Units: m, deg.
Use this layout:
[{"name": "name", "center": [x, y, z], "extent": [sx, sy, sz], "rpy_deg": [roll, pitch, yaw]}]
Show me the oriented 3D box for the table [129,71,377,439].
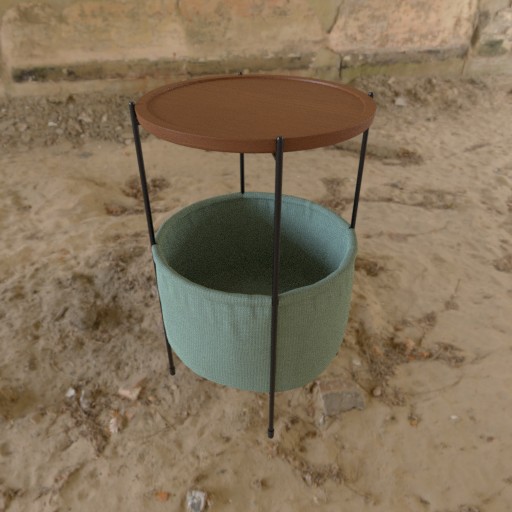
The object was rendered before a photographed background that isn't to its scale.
[{"name": "table", "center": [0.000, 0.000, 0.895], "extent": [0.400, 0.623, 0.400], "rpy_deg": [22, 40, 29]}]
